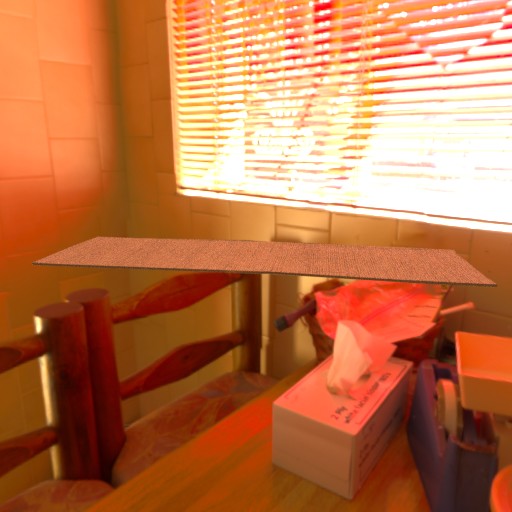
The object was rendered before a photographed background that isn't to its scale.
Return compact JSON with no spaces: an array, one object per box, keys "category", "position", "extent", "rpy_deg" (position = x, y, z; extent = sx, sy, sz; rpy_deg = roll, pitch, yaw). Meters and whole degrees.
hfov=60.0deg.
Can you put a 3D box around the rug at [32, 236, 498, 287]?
[{"category":"rug","position":[0.000,0.000,2.508],"extent":[2.320,0.032,0.692],"rpy_deg":[2,14,9]}]
